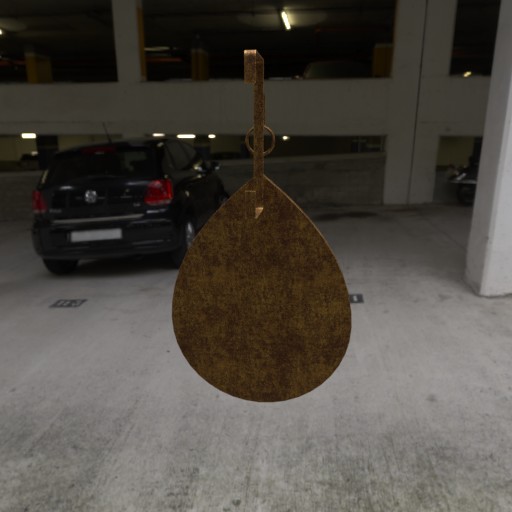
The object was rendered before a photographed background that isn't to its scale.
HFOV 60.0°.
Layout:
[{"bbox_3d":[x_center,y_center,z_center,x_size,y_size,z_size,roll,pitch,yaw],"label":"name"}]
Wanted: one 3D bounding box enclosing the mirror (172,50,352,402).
[{"bbox_3d":[0.000,0.000,0.896,0.405,0.744,0.144,2,16,8],"label":"mirror"}]
